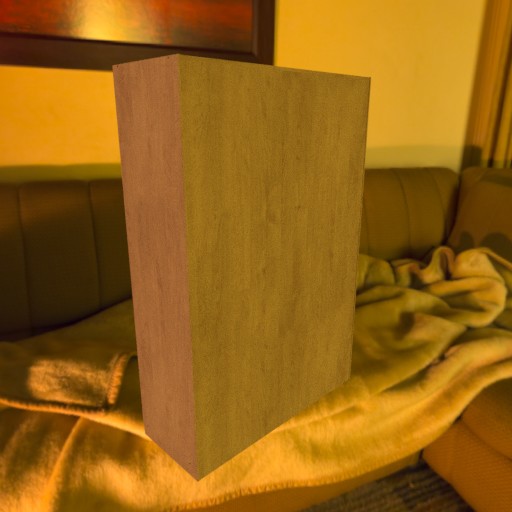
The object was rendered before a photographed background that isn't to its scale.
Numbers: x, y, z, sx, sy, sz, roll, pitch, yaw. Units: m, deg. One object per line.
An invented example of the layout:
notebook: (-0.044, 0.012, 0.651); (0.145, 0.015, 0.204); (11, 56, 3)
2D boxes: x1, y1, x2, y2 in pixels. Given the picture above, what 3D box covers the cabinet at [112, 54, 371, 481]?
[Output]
cabinet: (0.000, 0.000, 2.482); (1.290, 1.910, 0.510); (-16, 23, -42)
